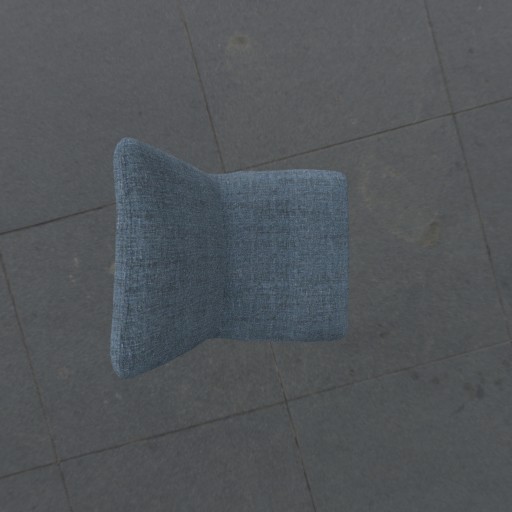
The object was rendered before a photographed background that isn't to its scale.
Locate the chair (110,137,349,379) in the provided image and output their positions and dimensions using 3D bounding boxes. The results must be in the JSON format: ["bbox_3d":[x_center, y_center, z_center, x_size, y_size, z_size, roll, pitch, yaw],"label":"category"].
[{"bbox_3d":[0.000,0.000,1.308,0.563,0.974,0.522,0,90,0],"label":"chair"}]
